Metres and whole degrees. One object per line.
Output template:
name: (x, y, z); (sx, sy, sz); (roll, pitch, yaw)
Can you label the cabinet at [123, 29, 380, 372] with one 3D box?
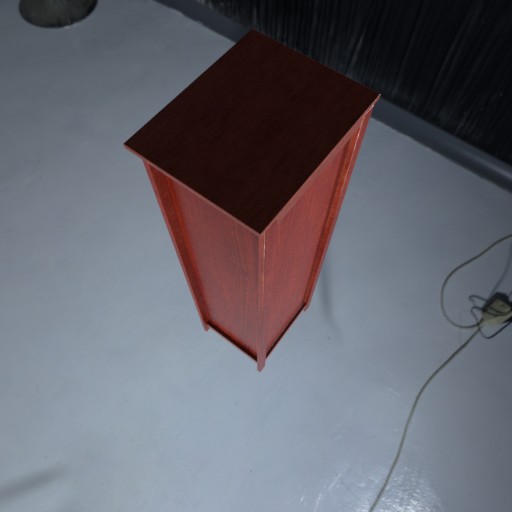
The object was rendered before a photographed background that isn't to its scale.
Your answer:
cabinet: (0.000, 0.000, 1.750); (0.401, 1.518, 0.500); (34, 69, 15)
